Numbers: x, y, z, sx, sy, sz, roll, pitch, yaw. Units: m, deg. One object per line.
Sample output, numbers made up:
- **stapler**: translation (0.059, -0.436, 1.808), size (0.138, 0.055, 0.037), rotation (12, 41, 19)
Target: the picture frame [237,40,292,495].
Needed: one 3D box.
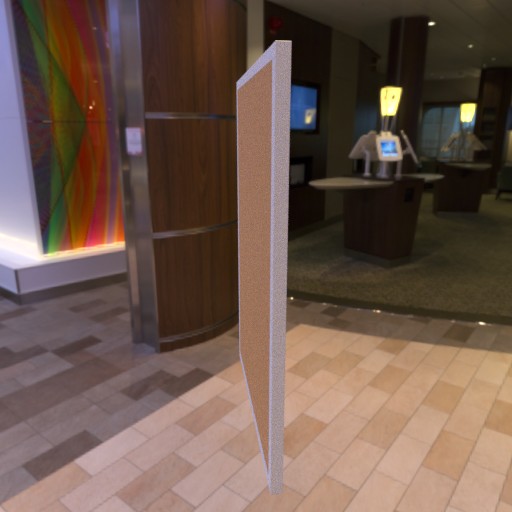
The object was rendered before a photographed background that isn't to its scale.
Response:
- **picture frame**: translation (0.000, 0.000, 0.551), size (0.013, 0.434, 0.305), rotation (-2, 16, -8)
